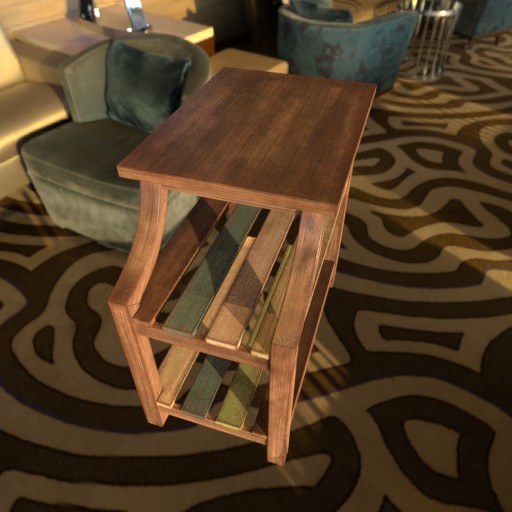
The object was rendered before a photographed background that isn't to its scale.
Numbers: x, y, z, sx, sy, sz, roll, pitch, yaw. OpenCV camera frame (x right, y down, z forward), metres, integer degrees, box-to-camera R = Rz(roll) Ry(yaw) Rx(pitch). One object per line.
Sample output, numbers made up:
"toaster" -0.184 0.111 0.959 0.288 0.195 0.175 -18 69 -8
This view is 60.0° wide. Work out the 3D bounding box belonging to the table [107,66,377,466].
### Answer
"table" 0.000 0.000 0.982 0.356 0.584 0.609 12 43 13
